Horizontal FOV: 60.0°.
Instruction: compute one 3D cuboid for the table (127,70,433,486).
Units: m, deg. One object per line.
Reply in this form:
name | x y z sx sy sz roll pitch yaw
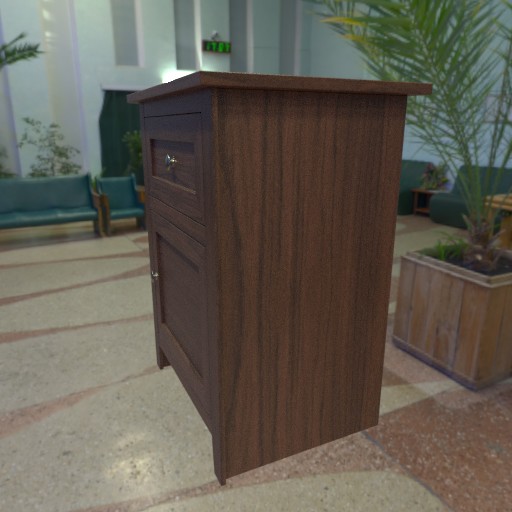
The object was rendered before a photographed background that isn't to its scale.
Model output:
table | 0.000 0.000 0.906 0.381 0.636 0.480 -8 18 -25
